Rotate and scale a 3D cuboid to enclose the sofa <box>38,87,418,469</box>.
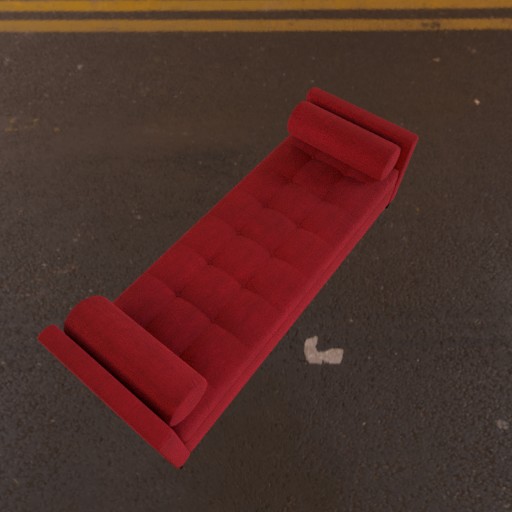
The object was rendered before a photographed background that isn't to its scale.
[{"bbox_3d":[0.000,0.000,2.313,0.686,0.635,1.981,33,63,19],"label":"sofa"}]
